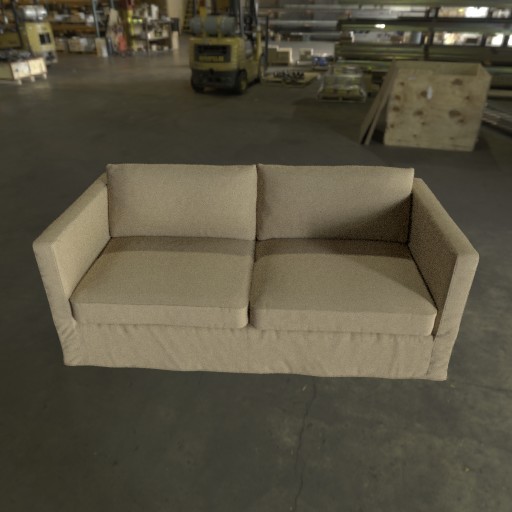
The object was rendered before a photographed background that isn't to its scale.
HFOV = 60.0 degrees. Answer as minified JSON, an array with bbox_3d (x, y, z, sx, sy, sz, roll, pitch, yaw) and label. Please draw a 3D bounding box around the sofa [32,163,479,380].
[{"bbox_3d":[0.000,0.000,2.414,1.959,0.835,0.962,2,30,3],"label":"sofa"}]
